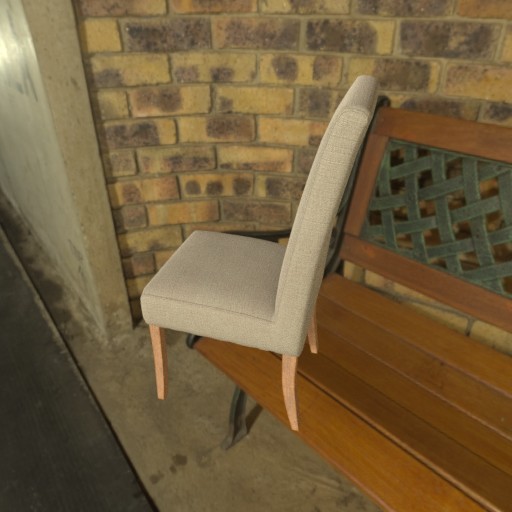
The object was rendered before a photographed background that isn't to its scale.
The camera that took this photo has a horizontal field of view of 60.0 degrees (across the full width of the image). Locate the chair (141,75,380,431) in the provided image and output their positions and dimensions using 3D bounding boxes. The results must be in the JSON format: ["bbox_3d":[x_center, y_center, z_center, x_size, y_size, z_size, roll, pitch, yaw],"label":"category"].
[{"bbox_3d":[0.000,0.000,1.397,0.611,1.033,0.450,8,32,14],"label":"chair"}]
